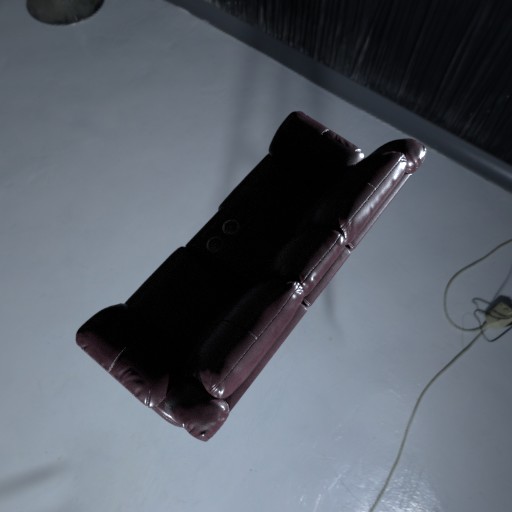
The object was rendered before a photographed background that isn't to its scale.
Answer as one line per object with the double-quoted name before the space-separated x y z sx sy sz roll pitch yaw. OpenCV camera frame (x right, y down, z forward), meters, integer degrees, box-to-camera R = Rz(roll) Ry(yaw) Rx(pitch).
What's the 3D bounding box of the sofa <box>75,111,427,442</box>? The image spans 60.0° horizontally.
"sofa" 0.000 0.000 2.666 0.991 1.043 2.058 35 69 16
